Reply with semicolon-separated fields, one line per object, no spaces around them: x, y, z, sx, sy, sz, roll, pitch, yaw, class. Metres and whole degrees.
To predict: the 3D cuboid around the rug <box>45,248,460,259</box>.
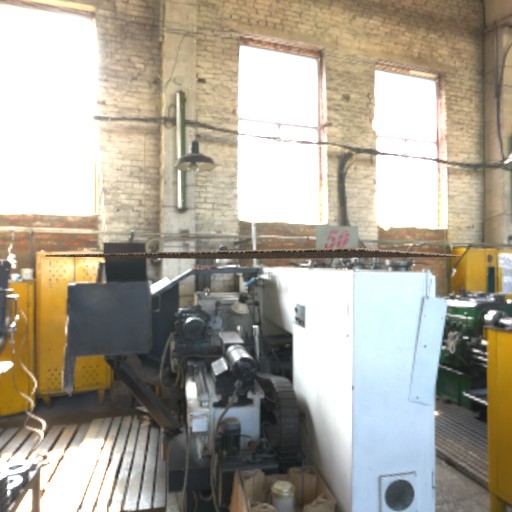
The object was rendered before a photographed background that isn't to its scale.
0.000;0.000;3.931;2.902;0.017;2.306;-1;-1;36;rug
